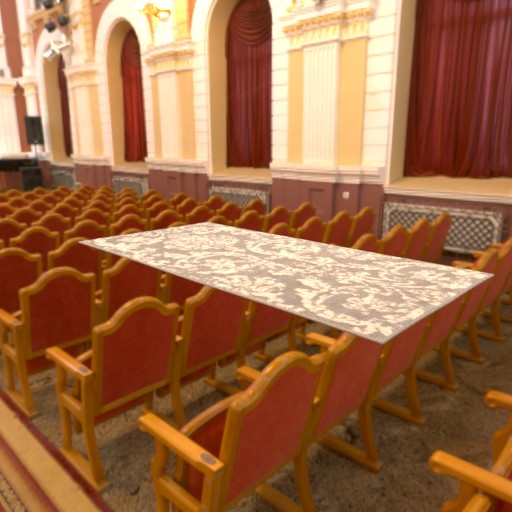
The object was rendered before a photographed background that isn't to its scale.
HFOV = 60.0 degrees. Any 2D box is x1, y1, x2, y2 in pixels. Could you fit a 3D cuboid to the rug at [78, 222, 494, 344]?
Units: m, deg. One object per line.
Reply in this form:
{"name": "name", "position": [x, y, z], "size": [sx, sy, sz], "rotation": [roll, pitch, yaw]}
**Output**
{"name": "rug", "position": [0.000, 0.000, 1.406], "size": [1.219, 0.007, 0.604], "rotation": [13, 19, 43]}
